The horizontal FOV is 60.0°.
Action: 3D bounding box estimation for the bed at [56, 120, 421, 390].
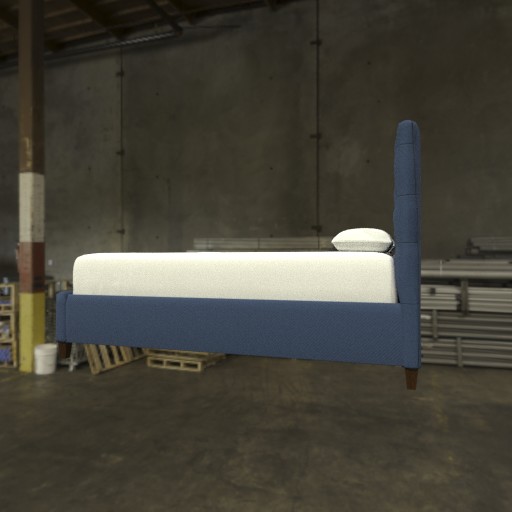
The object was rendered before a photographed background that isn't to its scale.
[{"bbox_3d":[0.000,0.000,3.489,2.387,1.427,1.706,0,0,19],"label":"bed"}]
